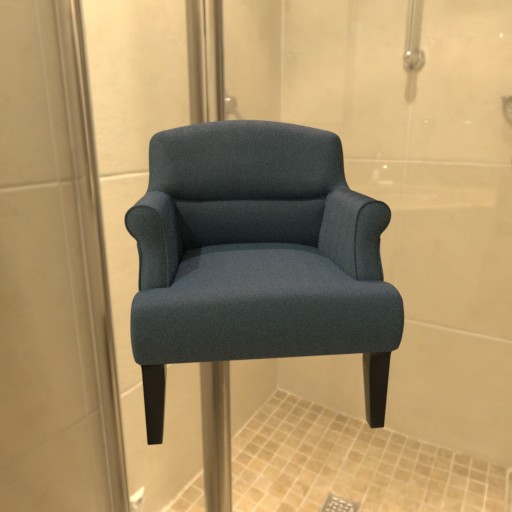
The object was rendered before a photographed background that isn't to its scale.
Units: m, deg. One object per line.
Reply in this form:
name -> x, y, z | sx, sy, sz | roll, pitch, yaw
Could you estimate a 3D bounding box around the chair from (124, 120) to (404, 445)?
chair -> 0.000, 0.000, 1.464 | 0.770, 0.878, 0.754 | -2, 16, -6
